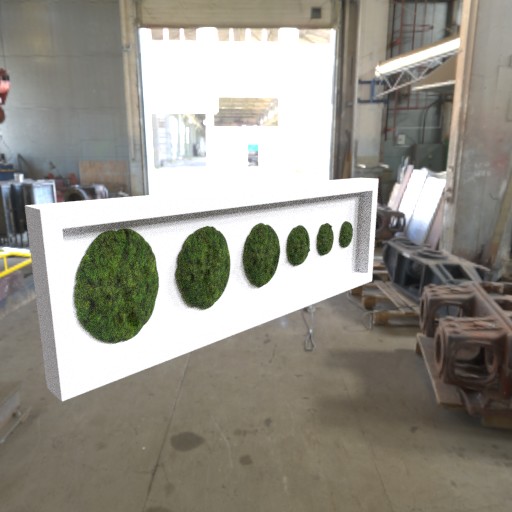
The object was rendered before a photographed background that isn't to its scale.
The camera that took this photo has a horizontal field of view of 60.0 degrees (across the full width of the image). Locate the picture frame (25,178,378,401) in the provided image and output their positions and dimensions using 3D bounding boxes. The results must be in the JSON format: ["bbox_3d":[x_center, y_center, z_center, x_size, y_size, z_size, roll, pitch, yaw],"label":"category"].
[{"bbox_3d":[0.000,0.000,0.821,0.759,0.250,0.050,-13,19,-43],"label":"picture frame"}]
